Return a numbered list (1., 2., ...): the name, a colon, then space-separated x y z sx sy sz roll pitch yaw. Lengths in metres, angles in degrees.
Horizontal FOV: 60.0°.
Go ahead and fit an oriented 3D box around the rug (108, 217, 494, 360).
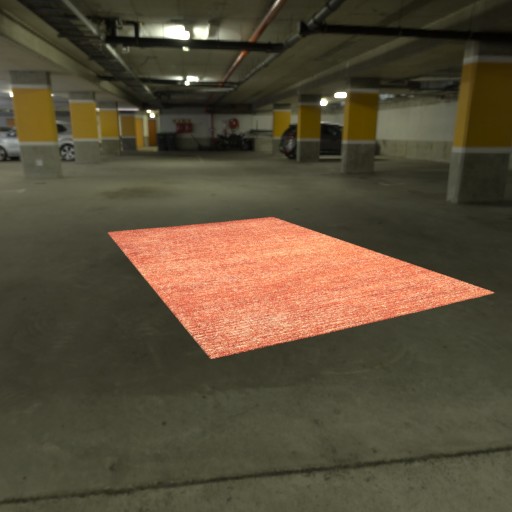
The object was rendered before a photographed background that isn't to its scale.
1. rug: 0.000 0.000 2.175 1.139 0.011 1.747 -8 17 -25
